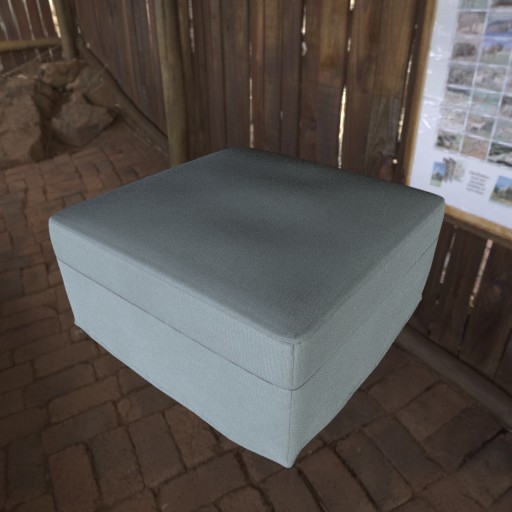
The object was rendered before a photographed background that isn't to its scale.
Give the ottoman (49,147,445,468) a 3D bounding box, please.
[{"bbox_3d":[0.000,0.000,1.343,0.842,0.441,0.843,22,38,32],"label":"ottoman"}]
